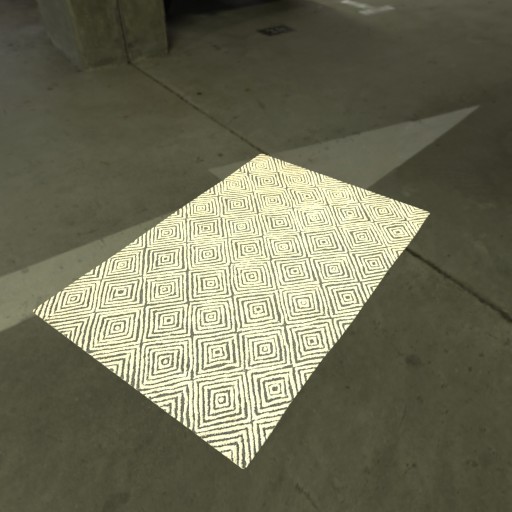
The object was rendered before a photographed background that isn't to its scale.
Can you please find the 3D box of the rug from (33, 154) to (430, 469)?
[{"bbox_3d":[0.000,0.000,2.229,1.177,0.004,1.750,26,47,26],"label":"rug"}]
